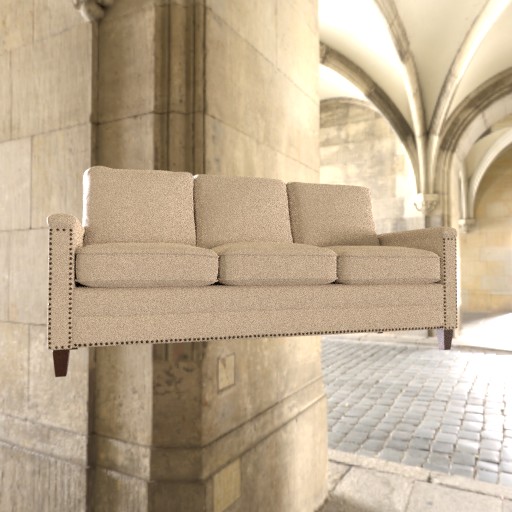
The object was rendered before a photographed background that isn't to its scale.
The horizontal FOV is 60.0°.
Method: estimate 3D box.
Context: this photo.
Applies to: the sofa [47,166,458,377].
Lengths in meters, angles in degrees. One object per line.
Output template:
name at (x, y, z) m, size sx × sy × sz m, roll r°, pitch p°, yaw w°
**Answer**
sofa at (0.000, 0.000, 2.340) m, size 1.925 × 0.961 × 0.828 m, roll 0°, pitch -2°, yaw -18°
